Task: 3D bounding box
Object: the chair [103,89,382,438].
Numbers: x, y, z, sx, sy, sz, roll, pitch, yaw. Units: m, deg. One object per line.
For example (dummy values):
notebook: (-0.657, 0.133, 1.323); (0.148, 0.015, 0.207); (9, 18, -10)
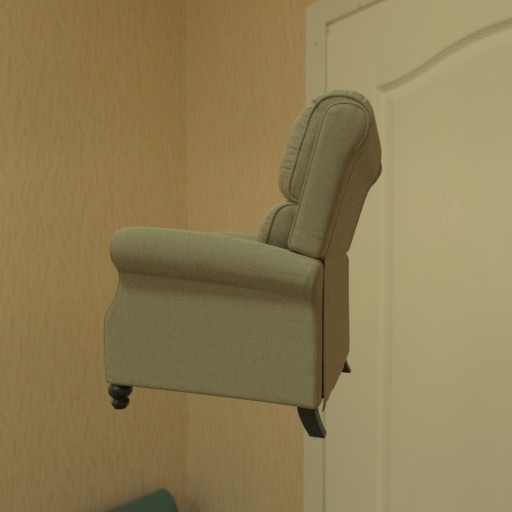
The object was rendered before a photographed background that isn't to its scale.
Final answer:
chair: (0.000, 0.000, 1.733); (0.919, 1.046, 0.859); (1, 2, 18)
